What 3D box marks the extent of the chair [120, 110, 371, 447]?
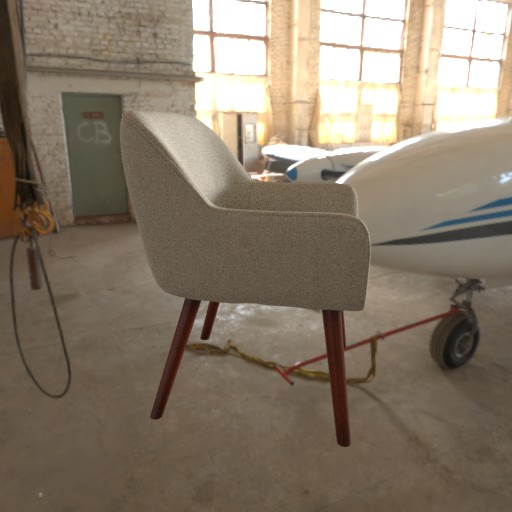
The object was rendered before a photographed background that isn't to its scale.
[{"bbox_3d":[0.000,0.000,1.308,0.610,0.813,0.610,3,16,9],"label":"chair"}]
